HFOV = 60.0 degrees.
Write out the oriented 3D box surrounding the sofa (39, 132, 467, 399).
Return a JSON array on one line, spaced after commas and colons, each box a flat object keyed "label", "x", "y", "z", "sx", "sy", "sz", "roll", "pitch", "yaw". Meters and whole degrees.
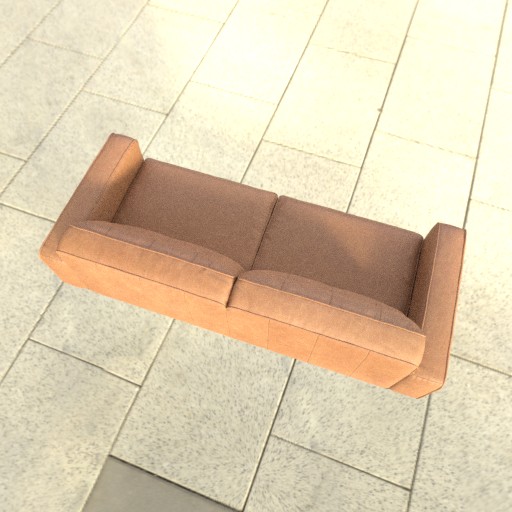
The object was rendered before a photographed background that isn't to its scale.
[{"label": "sofa", "x": 0.000, "y": 0.000, "z": 2.636, "sx": 2.270, "sy": 0.780, "sz": 0.953, "roll": 17, "pitch": 65, "yaw": 8}]
